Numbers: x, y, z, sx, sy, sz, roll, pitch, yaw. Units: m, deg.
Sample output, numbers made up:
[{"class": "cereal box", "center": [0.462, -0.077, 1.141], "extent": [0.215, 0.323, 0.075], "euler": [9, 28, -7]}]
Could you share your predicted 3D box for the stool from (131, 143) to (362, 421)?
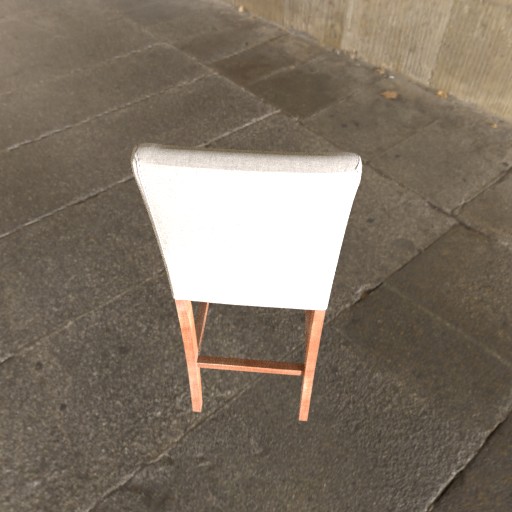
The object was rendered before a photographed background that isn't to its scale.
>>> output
[{"class": "stool", "center": [0.000, 0.000, 1.368], "extent": [0.439, 1.088, 0.570], "euler": [4, 47, 3]}]
